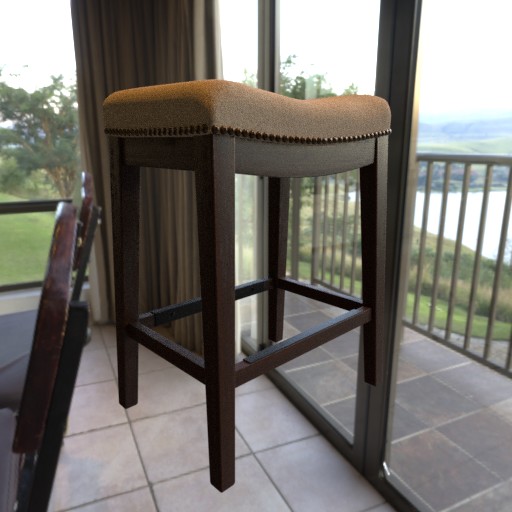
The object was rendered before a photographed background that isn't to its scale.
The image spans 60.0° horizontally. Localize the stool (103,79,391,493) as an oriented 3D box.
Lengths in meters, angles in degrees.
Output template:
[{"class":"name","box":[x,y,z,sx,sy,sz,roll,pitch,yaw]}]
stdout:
[{"class":"stool","box":[0.000,0.000,0.956,0.509,0.669,0.363,-14,20,-42]}]
